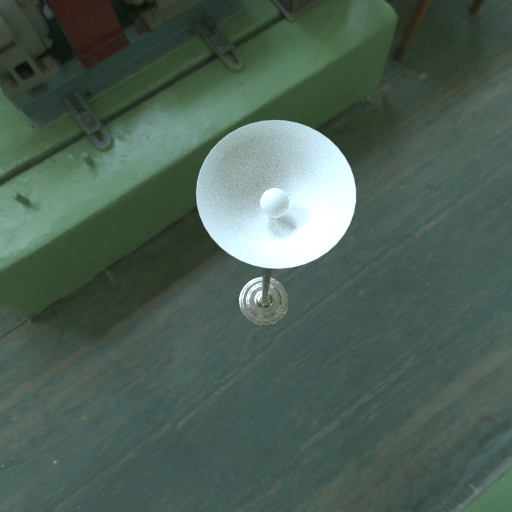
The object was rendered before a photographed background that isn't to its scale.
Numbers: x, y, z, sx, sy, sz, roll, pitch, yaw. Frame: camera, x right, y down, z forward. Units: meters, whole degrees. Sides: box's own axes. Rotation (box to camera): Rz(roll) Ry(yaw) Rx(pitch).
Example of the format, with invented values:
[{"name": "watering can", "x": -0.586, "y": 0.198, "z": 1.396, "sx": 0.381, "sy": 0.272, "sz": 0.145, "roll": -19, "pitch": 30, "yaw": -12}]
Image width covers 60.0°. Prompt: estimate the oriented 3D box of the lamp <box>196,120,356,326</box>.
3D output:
[{"name": "lamp", "x": 0.000, "y": 0.000, "z": 2.004, "sx": 0.405, "sy": 1.785, "sz": 0.575, "roll": -36, "pitch": 78, "yaw": -9}]
